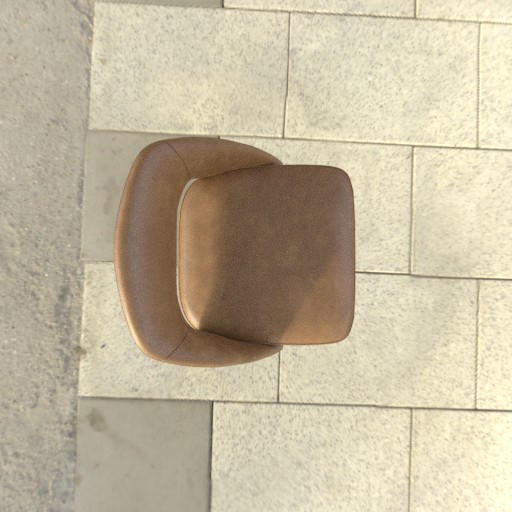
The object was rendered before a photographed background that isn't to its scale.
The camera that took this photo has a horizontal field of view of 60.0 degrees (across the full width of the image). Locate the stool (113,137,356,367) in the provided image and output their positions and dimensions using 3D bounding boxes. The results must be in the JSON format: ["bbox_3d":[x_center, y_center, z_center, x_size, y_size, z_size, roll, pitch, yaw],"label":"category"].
[{"bbox_3d":[0.000,0.000,1.228,0.509,0.940,0.494,0,89,-1],"label":"stool"}]
